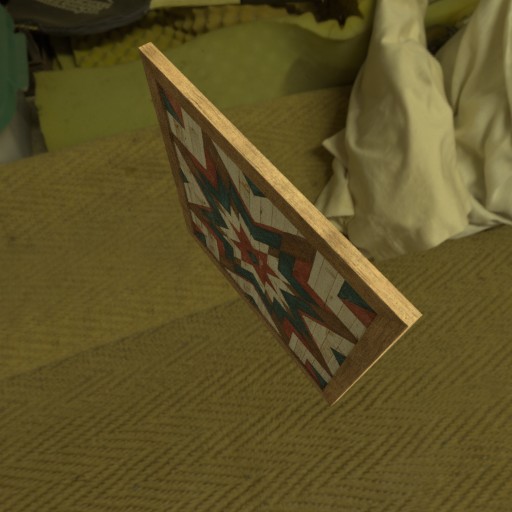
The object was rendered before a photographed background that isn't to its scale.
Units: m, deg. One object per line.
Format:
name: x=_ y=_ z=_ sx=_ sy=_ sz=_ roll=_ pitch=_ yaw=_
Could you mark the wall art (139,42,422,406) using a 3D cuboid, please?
wall art: x=0.000 y=0.000 z=1.026 sx=0.029 sy=0.691 sz=0.695 roll=-35 pitch=68 yaw=-16
